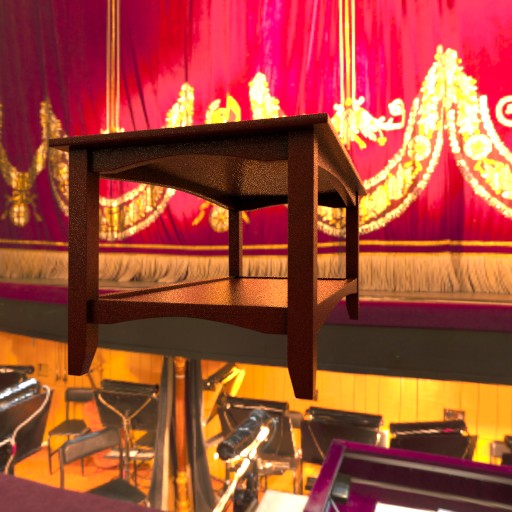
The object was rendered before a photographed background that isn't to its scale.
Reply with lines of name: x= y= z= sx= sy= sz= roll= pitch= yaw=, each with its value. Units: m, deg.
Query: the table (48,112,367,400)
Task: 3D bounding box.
table: x=0.000 y=0.000 z=1.215 sx=0.533 sy=0.456 sz=0.943 roll=0 pitch=1 yaw=18
